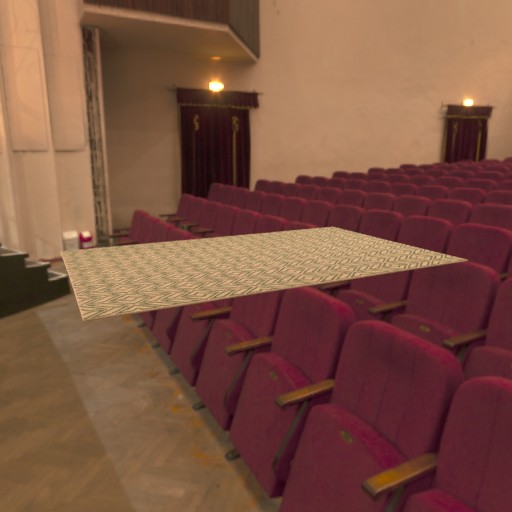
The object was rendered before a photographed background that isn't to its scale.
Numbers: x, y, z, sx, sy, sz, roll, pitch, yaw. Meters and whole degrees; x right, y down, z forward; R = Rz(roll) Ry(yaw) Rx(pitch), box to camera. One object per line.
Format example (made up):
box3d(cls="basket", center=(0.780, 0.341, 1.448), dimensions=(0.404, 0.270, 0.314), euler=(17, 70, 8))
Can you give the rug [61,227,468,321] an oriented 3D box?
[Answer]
box3d(cls="rug", center=(0.000, 0.000, 3.109), dimensions=(2.435, 0.011, 1.517), euler=(-7, 15, -26))
